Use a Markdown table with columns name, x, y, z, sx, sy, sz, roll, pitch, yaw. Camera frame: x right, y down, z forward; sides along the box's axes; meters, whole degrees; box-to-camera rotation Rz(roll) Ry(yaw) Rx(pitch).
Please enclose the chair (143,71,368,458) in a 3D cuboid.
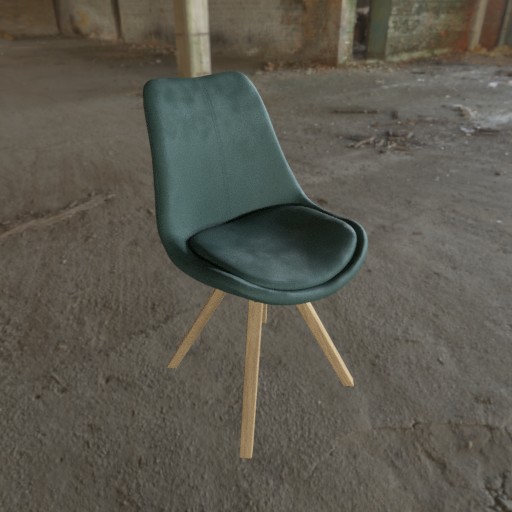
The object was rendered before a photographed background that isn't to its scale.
| name | x | y | z | sx | sy | sz | roll | pitch | yaw |
| --- | --- | --- | --- | --- | --- | --- | --- | --- | --- |
| chair | 0.000 | 0.000 | 1.198 | 0.483 | 0.865 | 0.547 | -21 | 36 | -33 |
